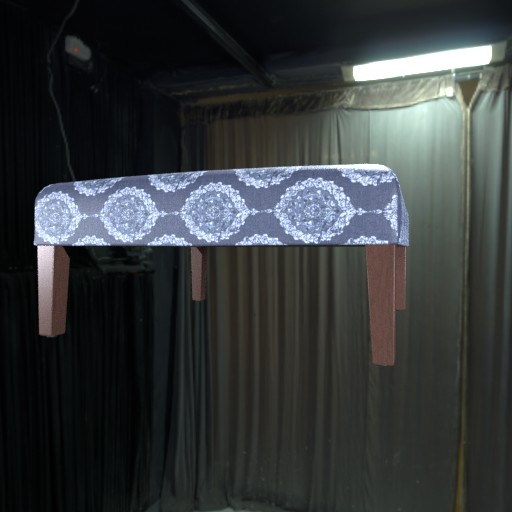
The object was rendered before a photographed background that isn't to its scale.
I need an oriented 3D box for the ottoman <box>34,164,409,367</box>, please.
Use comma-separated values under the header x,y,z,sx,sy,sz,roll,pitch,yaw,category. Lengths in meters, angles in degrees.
x,y,z,sx,sy,sz,roll,pitch,yaw,category
0.000,0.000,1.387,0.890,0.409,0.889,0,1,20,ottoman
